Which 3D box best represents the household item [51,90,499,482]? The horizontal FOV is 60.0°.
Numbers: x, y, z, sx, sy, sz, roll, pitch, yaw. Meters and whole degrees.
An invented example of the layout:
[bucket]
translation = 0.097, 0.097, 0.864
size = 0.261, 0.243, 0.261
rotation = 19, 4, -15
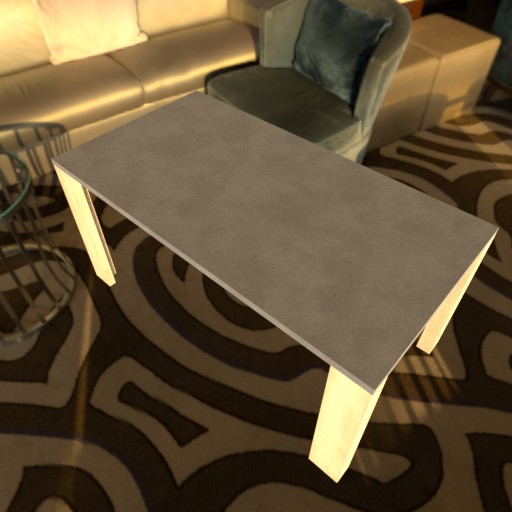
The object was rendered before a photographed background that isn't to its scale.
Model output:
[household item]
translation = 0.000, 0.000, 2.025
size = 1.600, 0.755, 0.850
rotation = 33, 55, 27
